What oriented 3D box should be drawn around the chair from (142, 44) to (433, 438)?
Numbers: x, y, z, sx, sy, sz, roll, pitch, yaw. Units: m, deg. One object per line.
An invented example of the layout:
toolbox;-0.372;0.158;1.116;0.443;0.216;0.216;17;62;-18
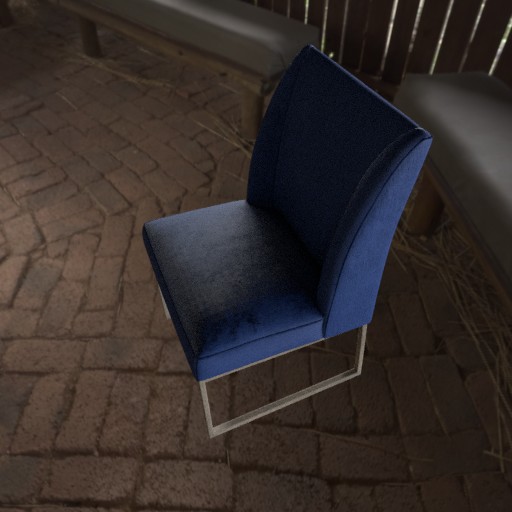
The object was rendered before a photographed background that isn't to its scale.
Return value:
chair;0.000;0.000;1.183;0.522;0.863;0.508;-18;49;-16
